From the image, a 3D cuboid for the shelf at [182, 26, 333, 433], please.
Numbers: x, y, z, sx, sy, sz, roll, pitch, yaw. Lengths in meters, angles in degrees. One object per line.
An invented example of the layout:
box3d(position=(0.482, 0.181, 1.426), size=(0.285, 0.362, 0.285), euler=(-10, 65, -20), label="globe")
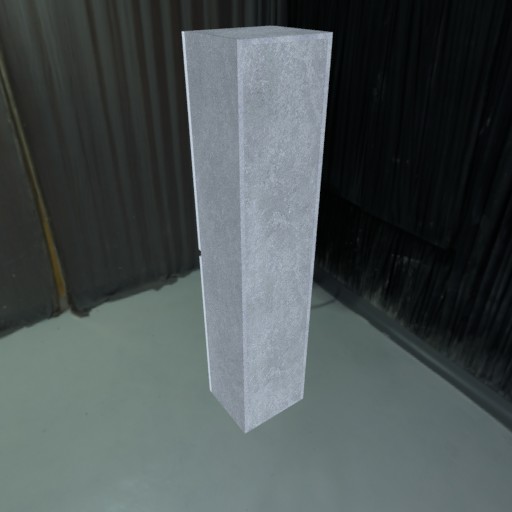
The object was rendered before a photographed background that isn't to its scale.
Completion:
box3d(position=(0.000, 0.000, 1.544), size=(0.300, 1.400, 0.270), euler=(-21, 37, -30), label="shelf")
